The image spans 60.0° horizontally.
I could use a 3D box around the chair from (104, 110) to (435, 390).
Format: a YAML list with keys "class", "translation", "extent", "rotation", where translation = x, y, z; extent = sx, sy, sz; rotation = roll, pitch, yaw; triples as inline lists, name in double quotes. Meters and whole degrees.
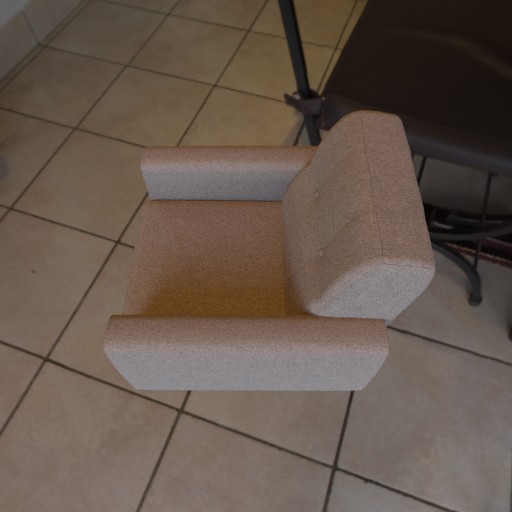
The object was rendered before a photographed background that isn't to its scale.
- class: "chair"
  translation: [0.000, 0.000, 1.572]
  extent: [0.907, 0.839, 0.831]
  rotation: [1, 58, 0]
